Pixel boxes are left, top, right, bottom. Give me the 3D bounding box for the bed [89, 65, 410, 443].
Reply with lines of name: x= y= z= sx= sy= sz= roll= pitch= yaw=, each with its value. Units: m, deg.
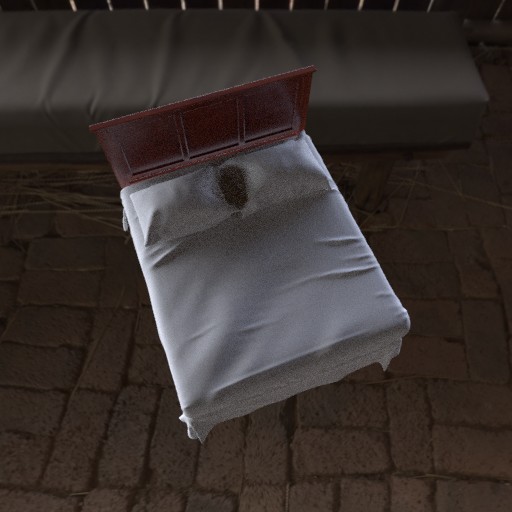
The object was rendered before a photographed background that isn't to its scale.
bed: x=0.000 y=0.000 z=3.262 sx=1.870 sy=1.270 sz=2.050 roll=-18 pitch=66 yaw=-9
